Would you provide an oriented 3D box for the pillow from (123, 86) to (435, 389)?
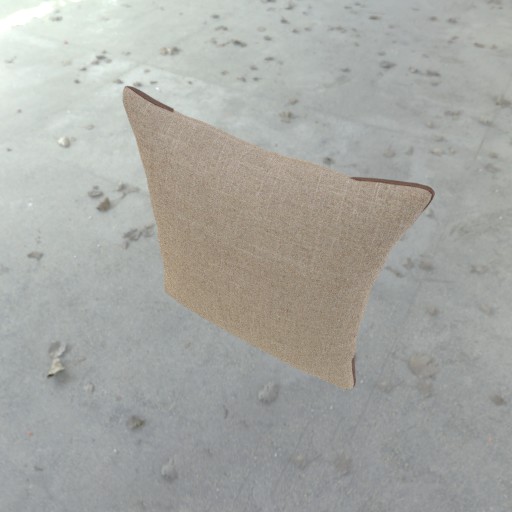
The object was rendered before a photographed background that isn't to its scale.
[{"bbox_3d":[0.000,0.000,0.692,0.437,0.448,0.147,24,51,21],"label":"pillow"}]
